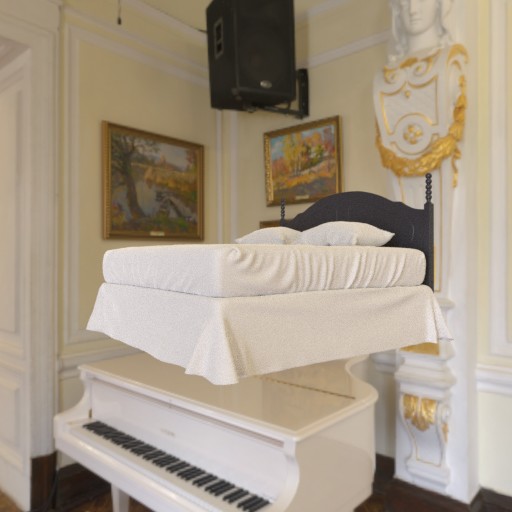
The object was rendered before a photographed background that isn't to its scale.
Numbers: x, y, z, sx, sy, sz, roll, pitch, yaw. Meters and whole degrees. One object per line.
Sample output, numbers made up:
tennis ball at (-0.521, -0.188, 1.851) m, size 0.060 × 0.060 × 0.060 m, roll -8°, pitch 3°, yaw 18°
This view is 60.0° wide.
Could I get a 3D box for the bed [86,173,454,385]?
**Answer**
bed at (0.000, 0.000, 3.730) m, size 2.219 × 1.355 × 2.322 m, roll 0°, pitch 0°, yaw -36°
